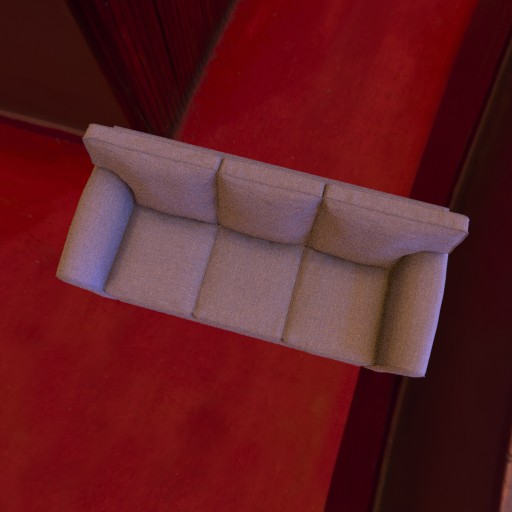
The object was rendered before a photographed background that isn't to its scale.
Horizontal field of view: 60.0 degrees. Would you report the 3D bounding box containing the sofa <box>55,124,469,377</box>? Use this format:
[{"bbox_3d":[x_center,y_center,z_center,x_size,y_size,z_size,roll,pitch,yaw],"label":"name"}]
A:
[{"bbox_3d":[0.000,0.000,2.616,2.084,0.961,0.916,15,76,4],"label":"sofa"}]
